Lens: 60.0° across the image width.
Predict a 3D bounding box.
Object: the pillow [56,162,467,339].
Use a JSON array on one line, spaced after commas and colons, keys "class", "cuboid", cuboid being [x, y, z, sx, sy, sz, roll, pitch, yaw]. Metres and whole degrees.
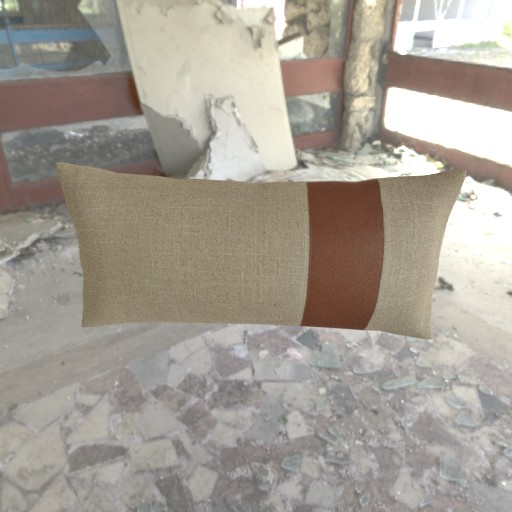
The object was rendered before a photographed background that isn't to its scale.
[{"class": "pillow", "cuboid": [0.000, 0.000, 0.710, 0.612, 0.282, 0.155, 2, 30, 3]}]
